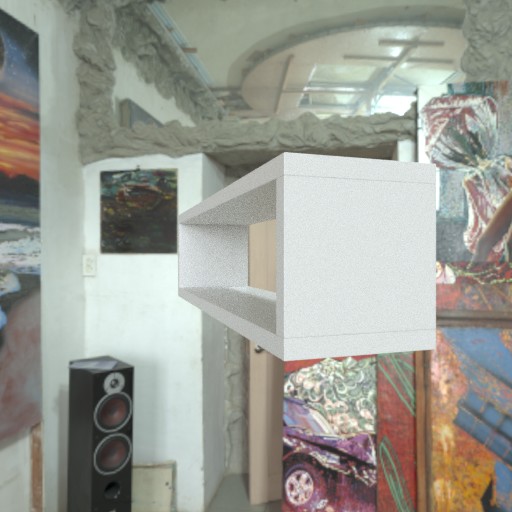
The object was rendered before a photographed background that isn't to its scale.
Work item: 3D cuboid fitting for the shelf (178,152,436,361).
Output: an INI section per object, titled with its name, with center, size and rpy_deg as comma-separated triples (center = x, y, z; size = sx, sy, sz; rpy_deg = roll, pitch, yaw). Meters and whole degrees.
[shelf]
center = 0.000, 0.000, 0.673
size = 0.150, 0.170, 0.610
rpy_deg = 0, 0, -18
